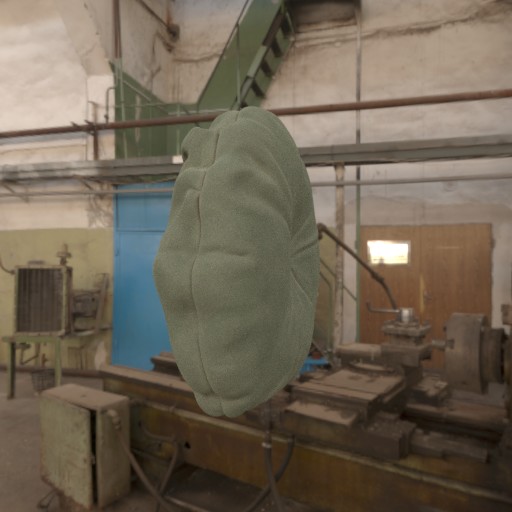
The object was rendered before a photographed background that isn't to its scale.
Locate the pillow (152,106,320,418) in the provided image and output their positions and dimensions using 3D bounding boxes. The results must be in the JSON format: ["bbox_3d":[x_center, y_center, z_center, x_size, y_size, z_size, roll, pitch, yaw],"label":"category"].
[{"bbox_3d":[0.000,0.000,0.644,0.148,0.407,0.428,0,0,18],"label":"pillow"}]
